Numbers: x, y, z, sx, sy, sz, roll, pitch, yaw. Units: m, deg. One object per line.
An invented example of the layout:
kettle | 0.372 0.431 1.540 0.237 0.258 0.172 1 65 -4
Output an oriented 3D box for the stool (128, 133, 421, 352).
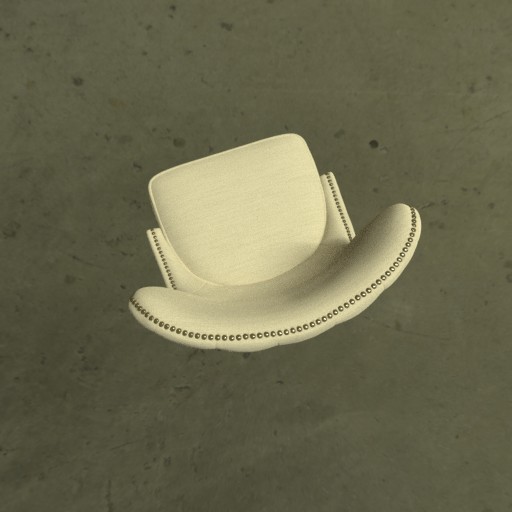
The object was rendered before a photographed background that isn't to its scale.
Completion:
stool | 0.000 0.000 1.337 0.615 0.972 0.597 -18 76 -5
